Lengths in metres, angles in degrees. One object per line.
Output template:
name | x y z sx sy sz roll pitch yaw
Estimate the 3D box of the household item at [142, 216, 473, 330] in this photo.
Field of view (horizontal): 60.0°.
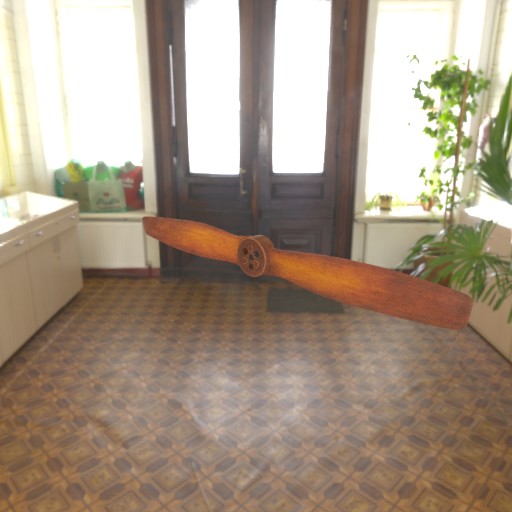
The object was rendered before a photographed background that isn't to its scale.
household item | 0.000 0.000 1.269 1.181 0.121 0.051 15 22 42
